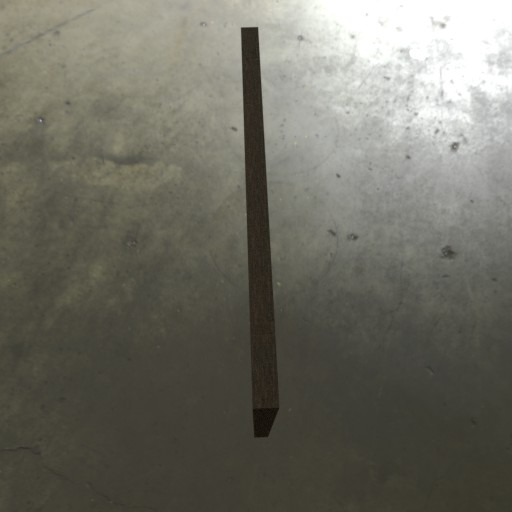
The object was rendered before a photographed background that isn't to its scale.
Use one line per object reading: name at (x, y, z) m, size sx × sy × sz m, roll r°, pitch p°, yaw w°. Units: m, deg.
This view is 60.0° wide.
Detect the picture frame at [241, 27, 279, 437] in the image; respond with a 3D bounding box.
picture frame at (0.000, 0.000, 0.754) m, size 0.026 × 0.455 × 0.546 m, roll -2°, pitch 64°, yaw -1°
